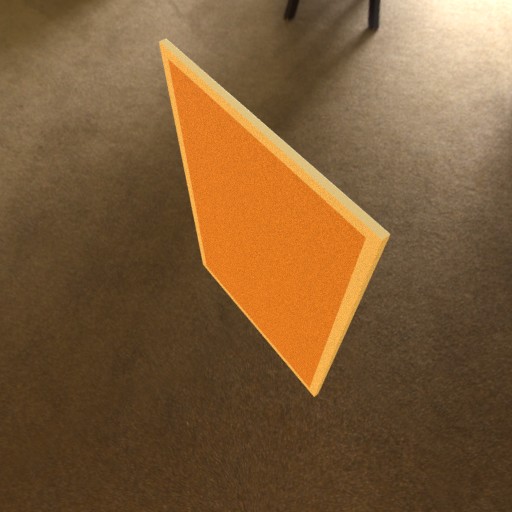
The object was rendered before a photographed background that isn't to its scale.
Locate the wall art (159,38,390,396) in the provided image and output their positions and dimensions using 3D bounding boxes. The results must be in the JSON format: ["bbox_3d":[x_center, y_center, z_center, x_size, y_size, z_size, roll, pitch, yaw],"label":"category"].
[{"bbox_3d":[0.000,0.000,0.851,0.013,0.656,0.456,-34,64,-19],"label":"wall art"}]
